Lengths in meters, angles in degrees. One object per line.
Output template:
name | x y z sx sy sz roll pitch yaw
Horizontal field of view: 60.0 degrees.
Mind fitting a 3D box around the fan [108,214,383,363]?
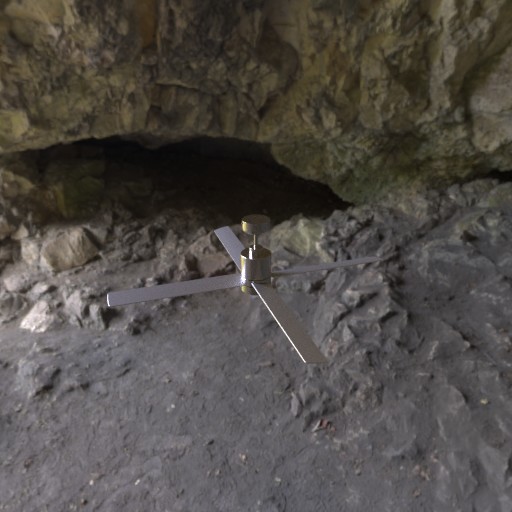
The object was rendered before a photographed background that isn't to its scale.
fan | 0.000 0.000 2.018 1.322 0.355 1.322 -8 26 -17
